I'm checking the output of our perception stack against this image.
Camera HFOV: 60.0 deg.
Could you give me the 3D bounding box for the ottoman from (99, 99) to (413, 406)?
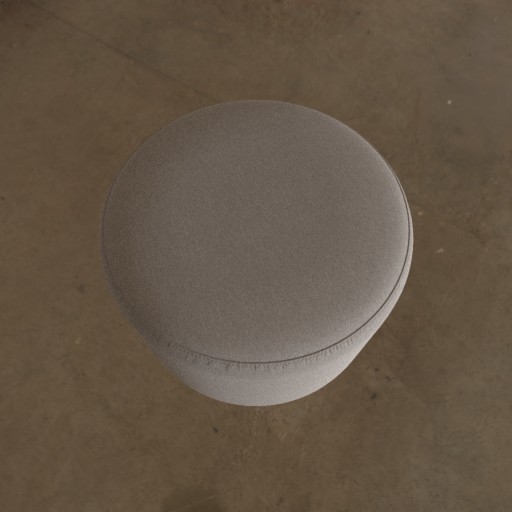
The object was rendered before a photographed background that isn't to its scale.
[{"bbox_3d":[0.000,0.000,1.004,0.608,0.433,0.608,0,63,0],"label":"ottoman"}]
